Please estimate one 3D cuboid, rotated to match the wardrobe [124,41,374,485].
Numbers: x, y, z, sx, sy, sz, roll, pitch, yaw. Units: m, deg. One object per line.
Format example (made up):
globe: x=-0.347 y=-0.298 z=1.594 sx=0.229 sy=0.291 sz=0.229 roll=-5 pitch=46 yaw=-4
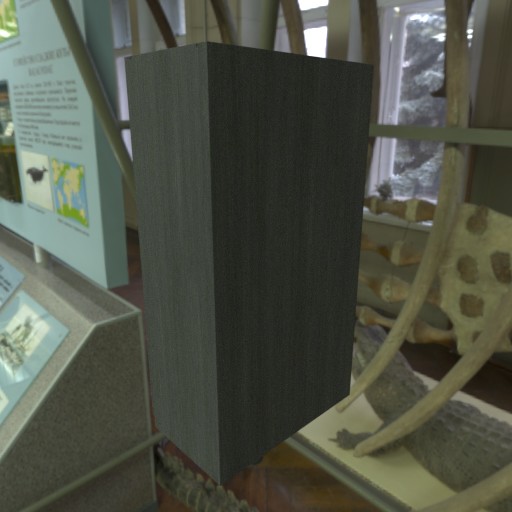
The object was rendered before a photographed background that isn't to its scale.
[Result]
wardrobe: x=0.000 y=0.000 z=2.235 sx=0.991 sy=1.808 sz=0.577 roll=-16 pitch=23 yaw=-41
